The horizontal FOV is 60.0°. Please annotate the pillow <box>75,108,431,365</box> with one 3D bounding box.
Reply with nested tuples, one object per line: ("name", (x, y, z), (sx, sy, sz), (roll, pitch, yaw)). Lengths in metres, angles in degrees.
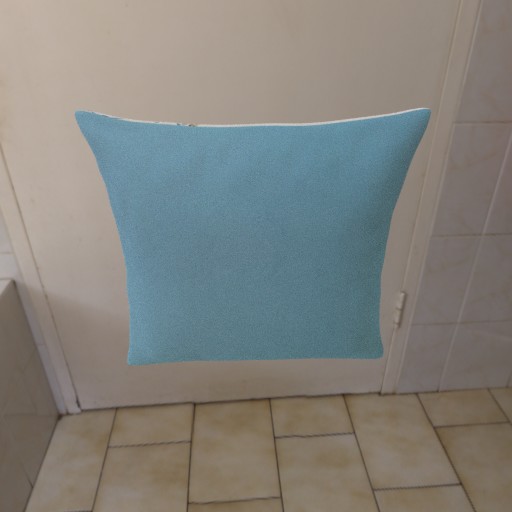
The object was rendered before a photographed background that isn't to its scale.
("pillow", (0.000, 0.000, 0.782), (0.526, 0.507, 0.166), (-1, 31, -2))
